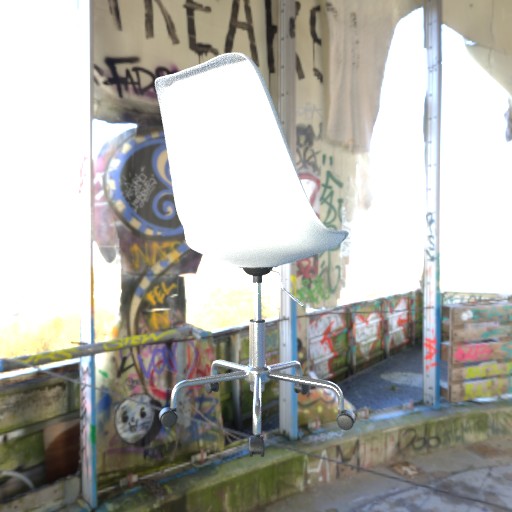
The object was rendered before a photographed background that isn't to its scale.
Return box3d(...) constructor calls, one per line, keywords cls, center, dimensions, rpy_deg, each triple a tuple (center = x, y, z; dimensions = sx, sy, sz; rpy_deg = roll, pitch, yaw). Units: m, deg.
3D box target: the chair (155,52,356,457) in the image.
box3d(cls="chair", center=(0.000, 0.000, 1.283), dimensions=(0.550, 0.930, 0.550), rpy_deg=(1, 1, 38))
